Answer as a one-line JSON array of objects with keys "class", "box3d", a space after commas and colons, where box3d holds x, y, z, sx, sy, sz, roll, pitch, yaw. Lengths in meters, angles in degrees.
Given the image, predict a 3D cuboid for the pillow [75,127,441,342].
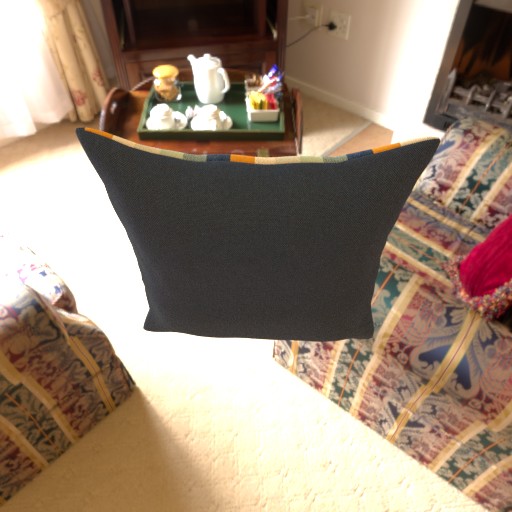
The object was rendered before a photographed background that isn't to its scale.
[{"class": "pillow", "box3d": [0.000, 0.000, 0.724, 0.463, 0.454, 0.173, 2, 47, 2]}]
